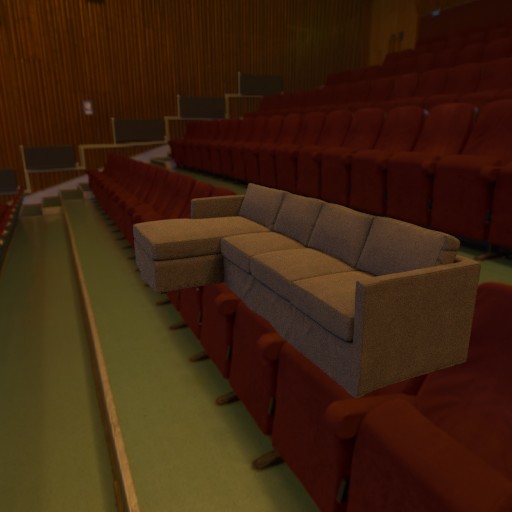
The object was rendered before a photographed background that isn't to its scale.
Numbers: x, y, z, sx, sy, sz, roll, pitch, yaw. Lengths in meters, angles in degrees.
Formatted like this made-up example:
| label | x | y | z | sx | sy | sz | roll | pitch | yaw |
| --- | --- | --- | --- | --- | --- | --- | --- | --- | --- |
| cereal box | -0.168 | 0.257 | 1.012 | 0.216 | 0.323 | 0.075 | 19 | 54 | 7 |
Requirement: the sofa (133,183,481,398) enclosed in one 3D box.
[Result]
| label | x | y | z | sx | sy | sz | roll | pitch | yaw |
| --- | --- | --- | --- | --- | --- | --- | --- | --- | --- |
| sofa | 0.000 | 0.000 | 3.902 | 1.650 | 0.922 | 3.205 | -8 | 18 | -24 |
